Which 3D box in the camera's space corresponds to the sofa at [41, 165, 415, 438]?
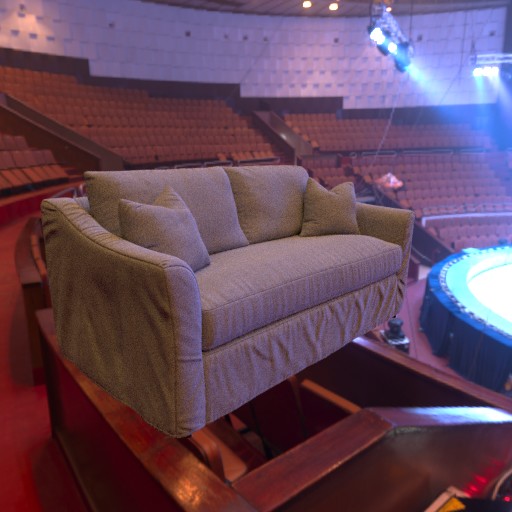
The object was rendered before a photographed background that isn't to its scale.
[{"bbox_3d":[0.000,0.000,2.602,1.072,1.018,2.010,13,19,42],"label":"sofa"}]
